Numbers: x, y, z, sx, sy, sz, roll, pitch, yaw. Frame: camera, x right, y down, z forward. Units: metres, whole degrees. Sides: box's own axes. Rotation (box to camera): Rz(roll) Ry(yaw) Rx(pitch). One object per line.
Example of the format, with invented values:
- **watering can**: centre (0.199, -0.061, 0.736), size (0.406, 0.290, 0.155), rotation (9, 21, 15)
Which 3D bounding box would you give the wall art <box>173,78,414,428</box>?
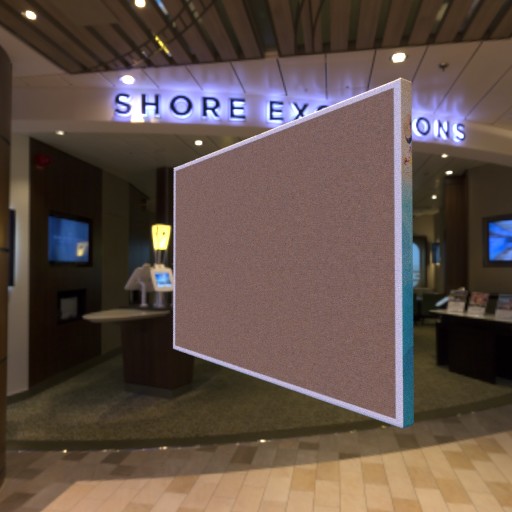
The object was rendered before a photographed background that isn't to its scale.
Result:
- **wall art**: centre (0.000, 0.000, 1.439), size (0.040, 0.769, 1.136), rotation (1, -1, -36)
